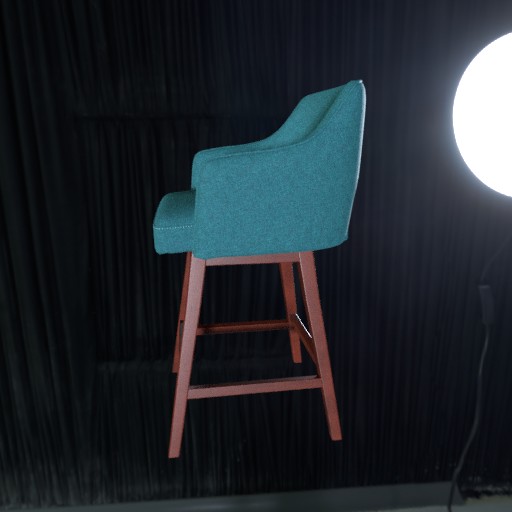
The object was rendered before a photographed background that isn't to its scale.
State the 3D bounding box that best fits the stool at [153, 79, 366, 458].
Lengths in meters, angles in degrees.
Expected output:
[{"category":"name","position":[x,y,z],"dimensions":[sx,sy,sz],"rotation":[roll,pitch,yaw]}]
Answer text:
[{"category":"stool","position":[0.000,0.000,1.313],"dimensions":[0.556,0.961,0.548],"rotation":[-2,15,-9]}]
